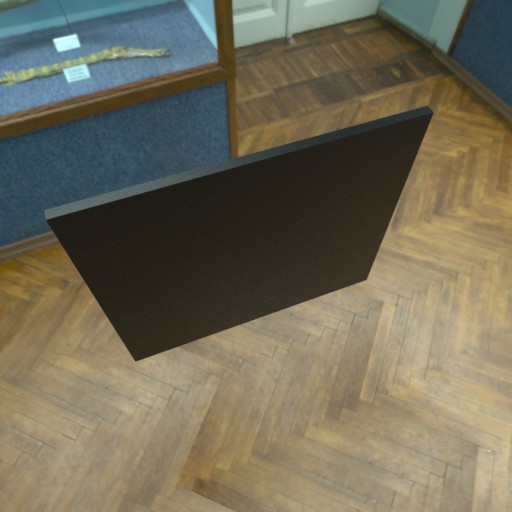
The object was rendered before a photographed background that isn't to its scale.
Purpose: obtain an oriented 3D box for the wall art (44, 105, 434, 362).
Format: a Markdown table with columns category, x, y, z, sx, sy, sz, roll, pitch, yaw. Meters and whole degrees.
| category | x | y | z | sx | sy | sz | roll | pitch | yaw |
| --- | --- | --- | --- | --- | --- | --- | --- | --- | --- |
| wall art | 0.000 | 0.000 | 0.550 | 0.383 | 0.332 | 0.012 | -18 | 58 | -12 |
